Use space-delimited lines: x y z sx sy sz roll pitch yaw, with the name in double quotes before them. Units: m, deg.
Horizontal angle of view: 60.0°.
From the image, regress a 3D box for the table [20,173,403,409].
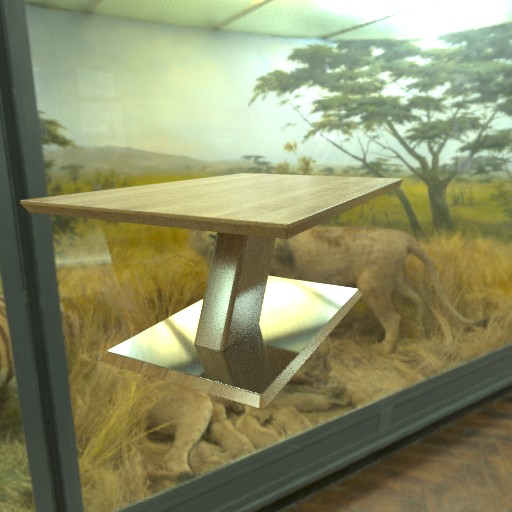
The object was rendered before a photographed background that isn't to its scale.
"table" 0.000 0.000 1.425 0.692 0.441 1.100 7 16 26
